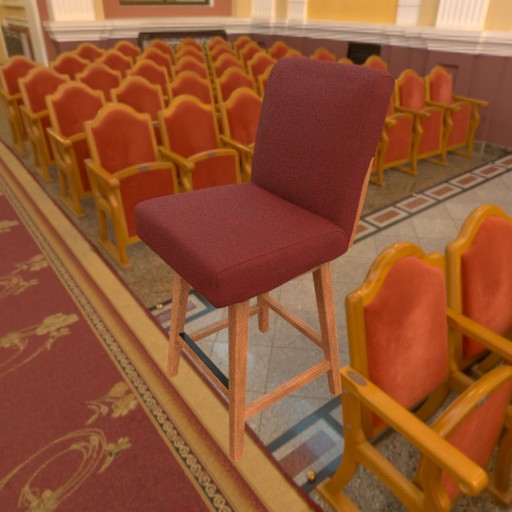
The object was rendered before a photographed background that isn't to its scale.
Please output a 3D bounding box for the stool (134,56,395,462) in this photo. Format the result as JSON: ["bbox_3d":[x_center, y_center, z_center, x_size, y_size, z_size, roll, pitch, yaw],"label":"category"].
[{"bbox_3d":[0.000,0.000,1.324,0.562,1.038,0.468,-20,36,-31],"label":"stool"}]
